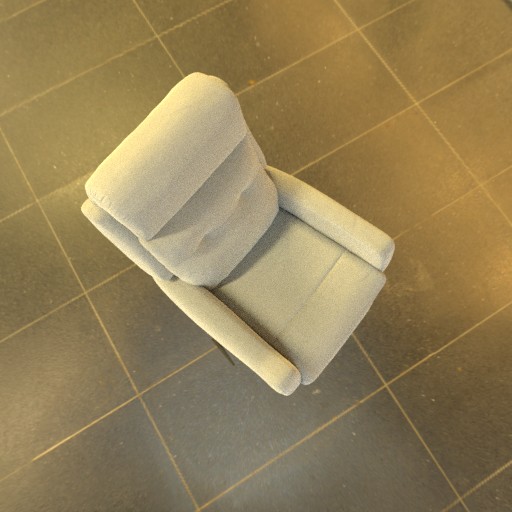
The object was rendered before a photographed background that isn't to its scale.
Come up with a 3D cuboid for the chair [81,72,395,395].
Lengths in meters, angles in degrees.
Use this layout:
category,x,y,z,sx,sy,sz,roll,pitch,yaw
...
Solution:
category,x,y,z,sx,sy,sz,roll,pitch,yaw
chair,0.000,0.000,1.803,1.043,1.013,0.798,38,79,9
